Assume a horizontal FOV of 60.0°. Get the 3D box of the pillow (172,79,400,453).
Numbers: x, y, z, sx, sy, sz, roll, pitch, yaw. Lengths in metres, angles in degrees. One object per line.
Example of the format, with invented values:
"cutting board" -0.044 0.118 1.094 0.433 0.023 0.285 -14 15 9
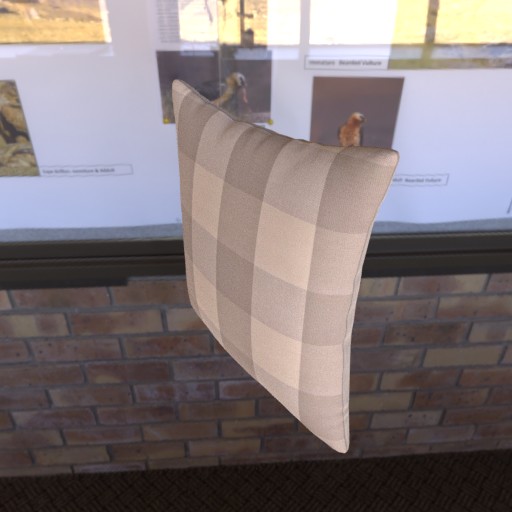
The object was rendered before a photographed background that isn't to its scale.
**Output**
"pillow" 0.000 0.000 0.770 0.161 0.509 0.511 -21 37 -30
